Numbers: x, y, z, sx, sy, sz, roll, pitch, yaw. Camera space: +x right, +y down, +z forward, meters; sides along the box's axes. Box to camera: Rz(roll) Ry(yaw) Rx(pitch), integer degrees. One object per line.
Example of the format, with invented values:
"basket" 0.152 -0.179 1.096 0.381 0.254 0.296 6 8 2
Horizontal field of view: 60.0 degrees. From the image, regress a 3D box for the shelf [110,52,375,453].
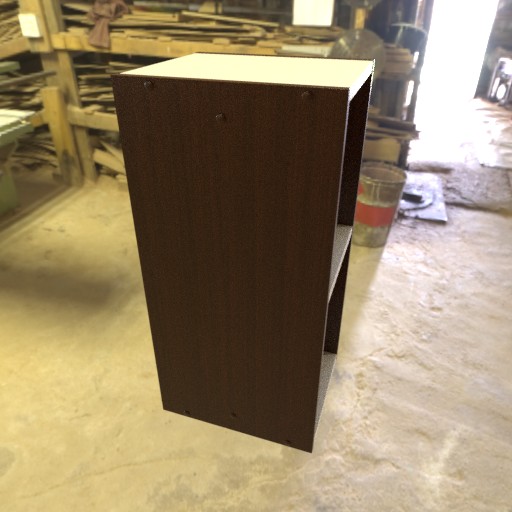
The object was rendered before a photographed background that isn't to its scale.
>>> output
"shelf" 0.000 0.000 0.755 0.290 0.600 0.253 10 32 16
